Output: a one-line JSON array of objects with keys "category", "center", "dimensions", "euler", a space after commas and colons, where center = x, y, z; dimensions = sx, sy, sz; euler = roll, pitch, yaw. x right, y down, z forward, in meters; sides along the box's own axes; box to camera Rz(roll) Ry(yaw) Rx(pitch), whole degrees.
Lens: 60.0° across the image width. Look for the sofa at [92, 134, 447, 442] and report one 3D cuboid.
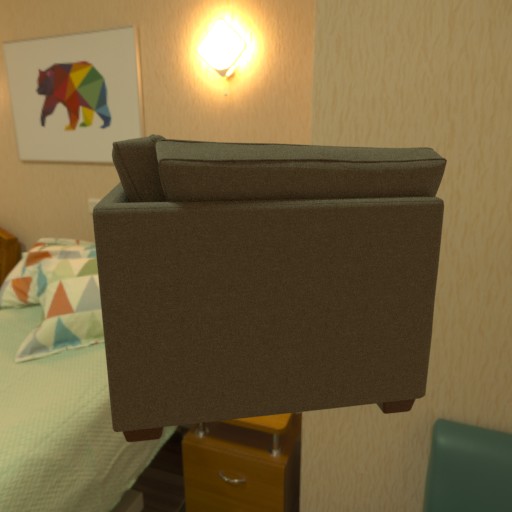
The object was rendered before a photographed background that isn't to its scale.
[{"category": "sofa", "center": [0.000, 0.000, 1.807], "dimensions": [1.050, 0.951, 1.042], "euler": [-2, 15, -9]}]
